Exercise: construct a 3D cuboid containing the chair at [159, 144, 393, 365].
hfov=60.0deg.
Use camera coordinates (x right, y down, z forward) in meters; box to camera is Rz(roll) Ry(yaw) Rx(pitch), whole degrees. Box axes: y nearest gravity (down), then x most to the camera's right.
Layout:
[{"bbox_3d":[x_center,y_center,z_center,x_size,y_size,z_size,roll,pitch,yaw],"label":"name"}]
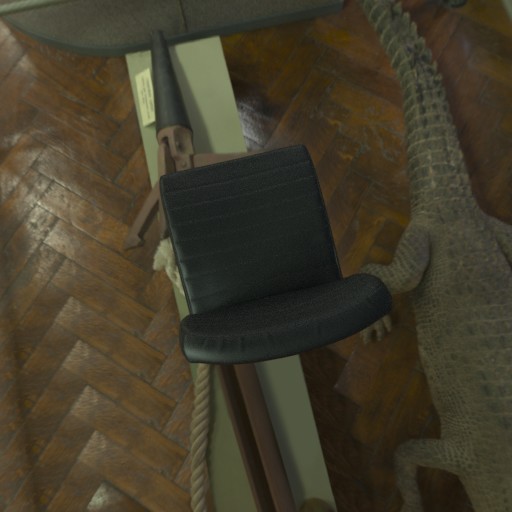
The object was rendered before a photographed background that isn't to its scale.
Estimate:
[{"bbox_3d":[0.000,0.000,1.222,0.450,0.872,0.572,-13,76,-3],"label":"chair"}]
